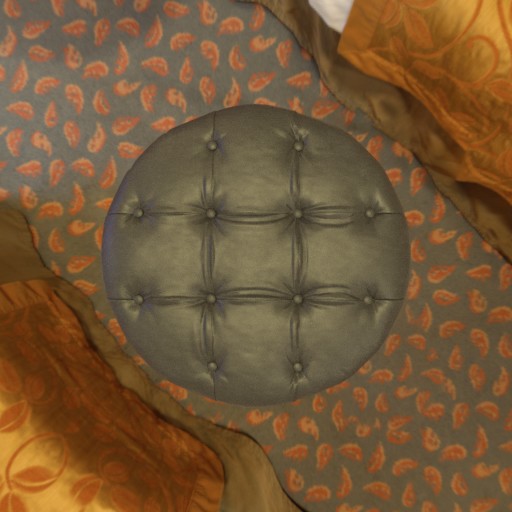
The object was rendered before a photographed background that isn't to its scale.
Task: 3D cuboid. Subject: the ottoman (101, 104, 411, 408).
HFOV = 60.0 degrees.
[{"bbox_3d":[0.000,0.000,1.438,0.901,0.439,0.901,0,91,1],"label":"ottoman"}]
